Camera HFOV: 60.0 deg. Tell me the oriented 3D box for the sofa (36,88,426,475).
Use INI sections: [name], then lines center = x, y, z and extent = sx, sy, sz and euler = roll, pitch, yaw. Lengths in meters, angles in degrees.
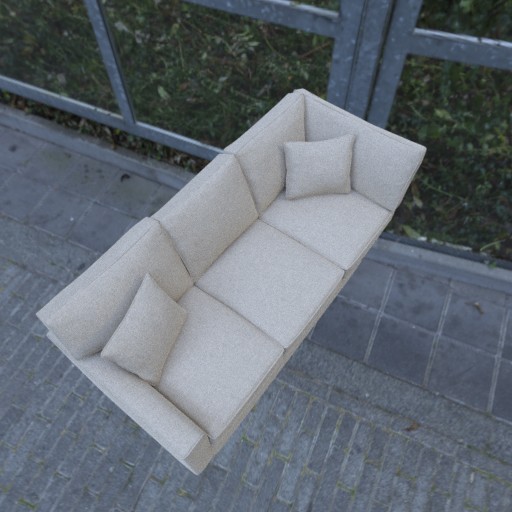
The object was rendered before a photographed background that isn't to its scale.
[sofa]
center = 0.000, 0.000, 2.786
extent = 1.061, 0.962, 2.317
euler = 33, 63, 19
